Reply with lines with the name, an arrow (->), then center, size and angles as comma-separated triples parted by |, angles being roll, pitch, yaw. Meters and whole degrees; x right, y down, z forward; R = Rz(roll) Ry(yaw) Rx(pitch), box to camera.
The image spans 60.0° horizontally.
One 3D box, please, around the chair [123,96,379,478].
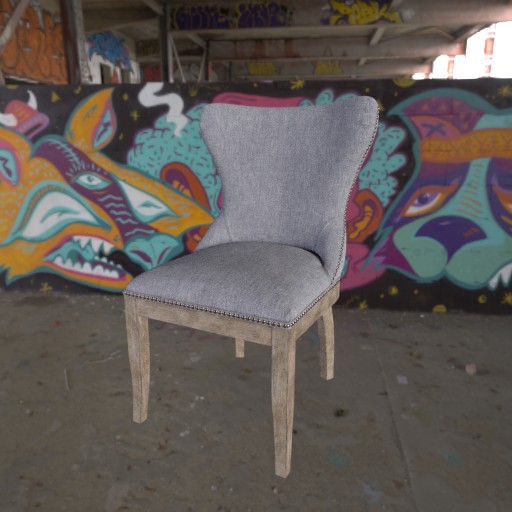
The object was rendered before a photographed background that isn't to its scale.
chair -> 0.000, 0.000, 1.457 | 0.654, 1.002, 0.681 | 7, 16, 27
